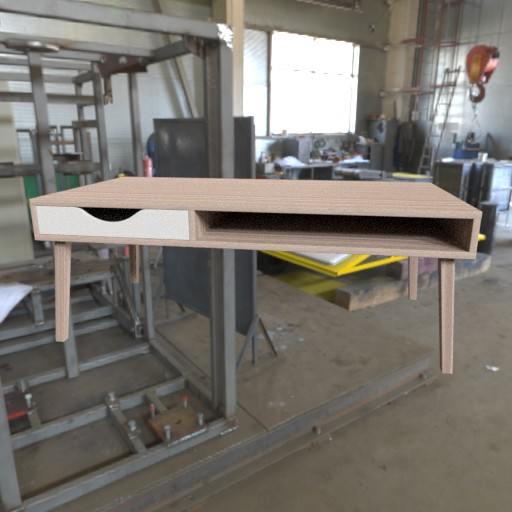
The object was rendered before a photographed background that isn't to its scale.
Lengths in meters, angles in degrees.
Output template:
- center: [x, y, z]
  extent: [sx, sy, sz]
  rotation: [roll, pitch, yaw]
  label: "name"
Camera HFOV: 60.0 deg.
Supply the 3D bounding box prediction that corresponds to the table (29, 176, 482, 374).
- center: [0.000, 0.000, 1.503]
  extent: [1.200, 0.450, 0.600]
  rotation: [3, 16, 9]
  label: "table"
